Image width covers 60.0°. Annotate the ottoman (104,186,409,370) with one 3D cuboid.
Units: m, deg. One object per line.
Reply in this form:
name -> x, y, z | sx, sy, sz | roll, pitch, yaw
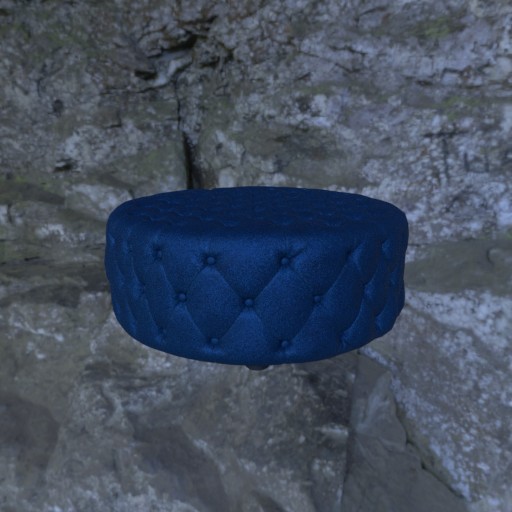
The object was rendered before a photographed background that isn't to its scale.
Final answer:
ottoman -> 0.000, 0.000, 1.547 | 0.998, 0.398, 0.998 | 0, 16, 0
